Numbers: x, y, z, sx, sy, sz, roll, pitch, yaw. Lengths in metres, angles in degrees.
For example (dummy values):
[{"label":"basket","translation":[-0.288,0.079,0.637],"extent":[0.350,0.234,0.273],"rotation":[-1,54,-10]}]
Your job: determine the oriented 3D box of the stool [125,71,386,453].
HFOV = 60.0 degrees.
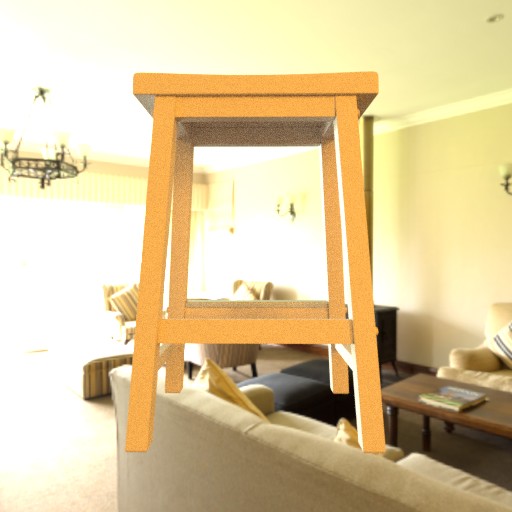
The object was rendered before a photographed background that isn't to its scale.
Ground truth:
[{"label":"stool","translation":[0.000,0.000,0.846],"extent":[0.406,0.610,0.322],"rotation":[0,1,1]}]
